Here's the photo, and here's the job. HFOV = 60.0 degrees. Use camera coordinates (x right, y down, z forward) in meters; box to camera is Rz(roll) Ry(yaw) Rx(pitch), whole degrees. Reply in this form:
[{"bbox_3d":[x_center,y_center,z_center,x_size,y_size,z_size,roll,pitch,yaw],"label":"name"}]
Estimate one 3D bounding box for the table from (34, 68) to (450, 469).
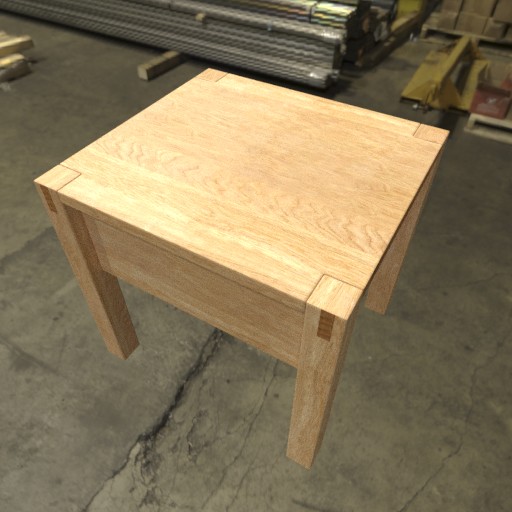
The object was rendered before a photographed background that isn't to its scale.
[{"bbox_3d":[0.000,0.000,0.840,0.480,0.450,0.440,23,50,21],"label":"table"}]
